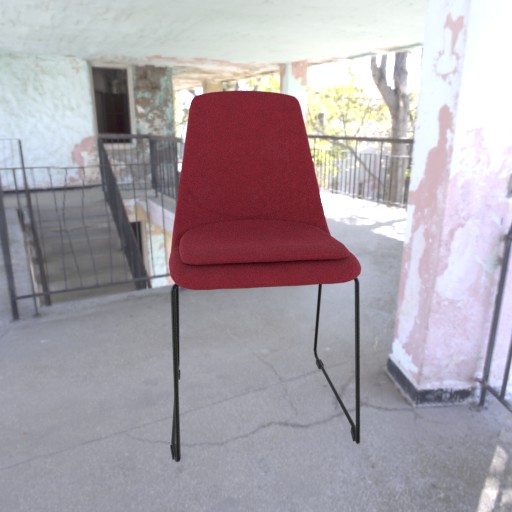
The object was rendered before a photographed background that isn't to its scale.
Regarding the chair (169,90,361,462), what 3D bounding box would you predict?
[{"bbox_3d":[0.000,0.000,1.176,0.479,0.858,0.518,-2,17,-8],"label":"chair"}]
